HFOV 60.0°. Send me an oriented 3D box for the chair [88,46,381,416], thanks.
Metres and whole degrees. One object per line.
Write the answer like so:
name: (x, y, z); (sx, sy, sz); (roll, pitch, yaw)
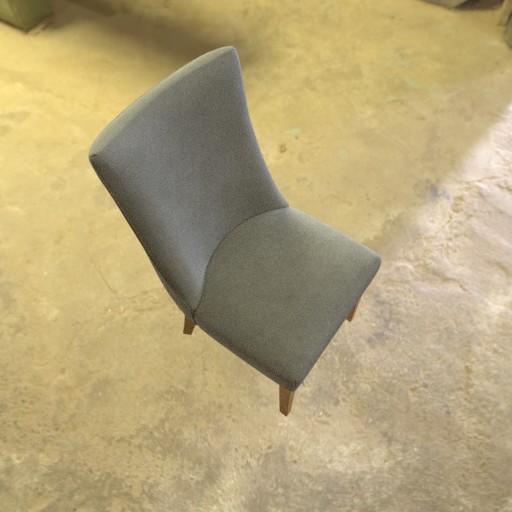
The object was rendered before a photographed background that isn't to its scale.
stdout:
chair: (0.000, 0.000, 1.290); (0.610, 0.902, 0.495); (32, 63, 18)
